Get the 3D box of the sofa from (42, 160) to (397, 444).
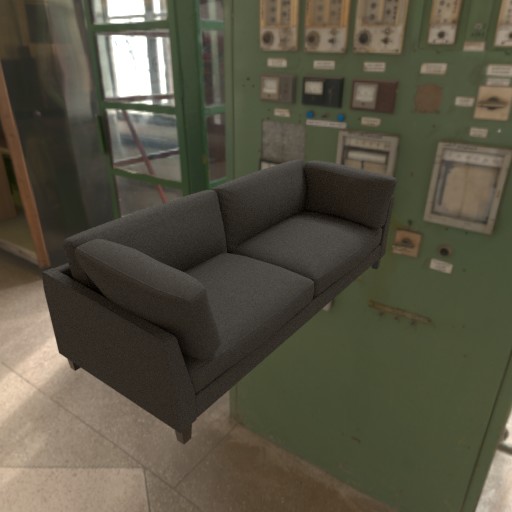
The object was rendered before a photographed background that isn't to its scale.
[{"bbox_3d":[0.000,0.000,2.811,0.969,0.792,2.312,18,30,33],"label":"sofa"}]
